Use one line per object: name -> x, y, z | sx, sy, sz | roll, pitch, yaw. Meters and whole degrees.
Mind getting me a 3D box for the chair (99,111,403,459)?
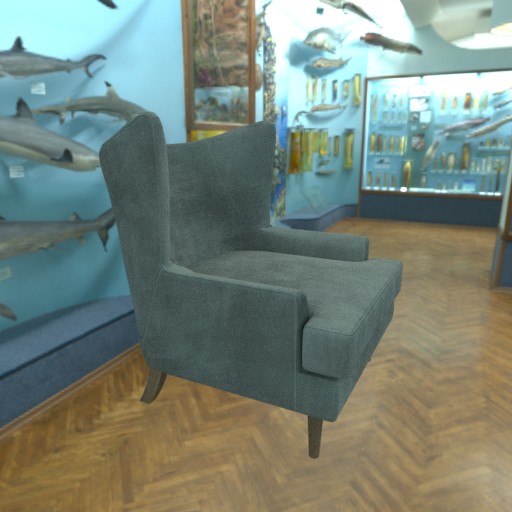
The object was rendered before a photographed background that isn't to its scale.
chair -> 0.000, 0.000, 1.576 | 0.906, 0.950, 0.784 | 8, 17, 26
